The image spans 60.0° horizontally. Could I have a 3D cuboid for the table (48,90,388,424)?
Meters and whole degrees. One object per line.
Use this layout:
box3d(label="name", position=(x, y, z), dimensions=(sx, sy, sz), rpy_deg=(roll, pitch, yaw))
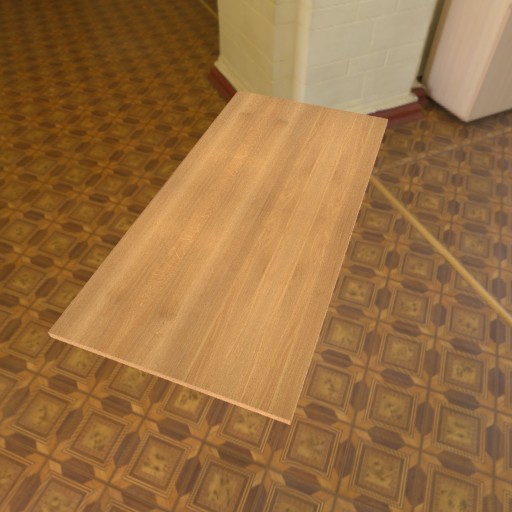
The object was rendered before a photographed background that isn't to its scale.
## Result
box3d(label="table", position=(0.000, 0.000, 2.300), dimensions=(0.900, 0.750, 1.800), rpy_deg=(16, 51, 13))
